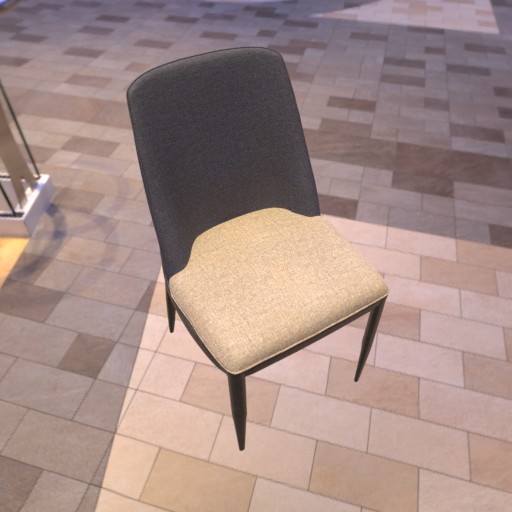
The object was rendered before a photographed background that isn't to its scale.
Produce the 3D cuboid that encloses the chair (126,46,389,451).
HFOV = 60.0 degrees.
[{"bbox_3d":[0.000,0.000,1.140,0.480,0.839,0.551,-23,50,-21],"label":"chair"}]
